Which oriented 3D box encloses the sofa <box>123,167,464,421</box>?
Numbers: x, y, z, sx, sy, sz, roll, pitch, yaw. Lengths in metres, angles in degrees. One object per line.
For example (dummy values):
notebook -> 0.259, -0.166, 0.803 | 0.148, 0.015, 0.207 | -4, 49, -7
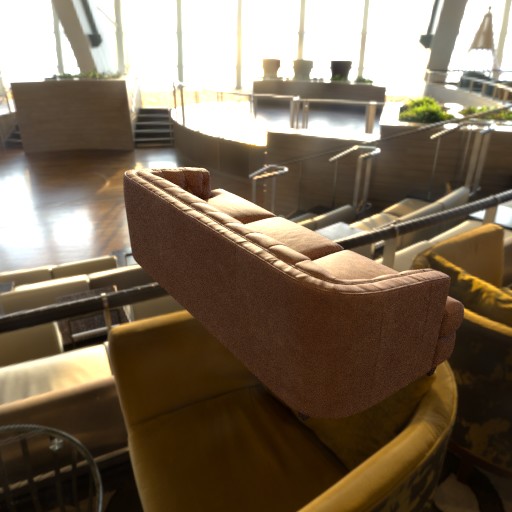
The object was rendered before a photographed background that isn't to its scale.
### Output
sofa -> 0.000, 0.000, 2.737 | 0.922, 0.791, 2.257 | -18, 32, -32
